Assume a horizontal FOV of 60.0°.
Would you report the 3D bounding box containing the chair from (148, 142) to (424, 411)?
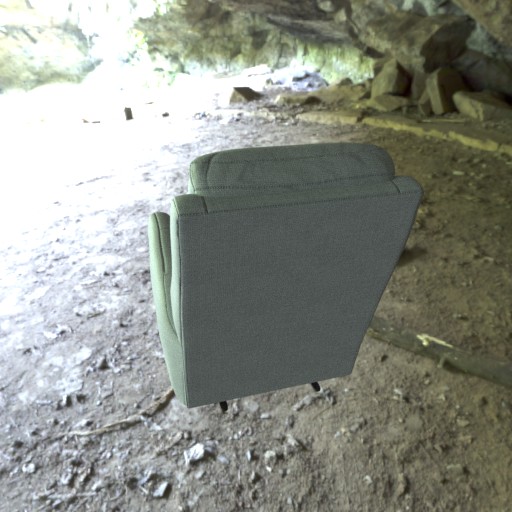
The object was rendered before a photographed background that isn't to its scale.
[{"bbox_3d":[0.000,0.000,1.770,0.829,1.030,1.080,-7,27,-14],"label":"chair"}]
